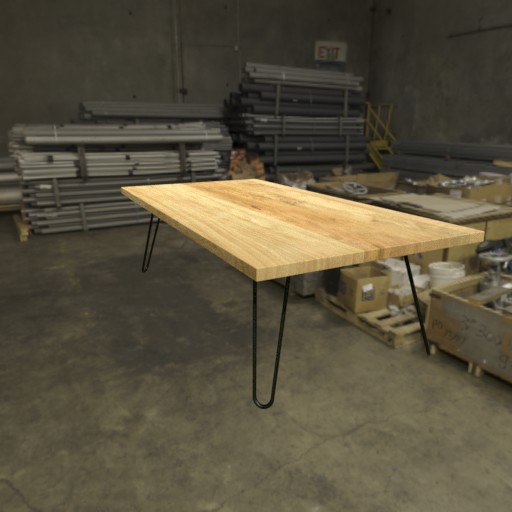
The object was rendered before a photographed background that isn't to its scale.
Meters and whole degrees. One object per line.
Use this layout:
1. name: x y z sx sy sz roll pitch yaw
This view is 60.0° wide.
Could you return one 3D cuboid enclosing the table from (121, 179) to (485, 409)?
1. table: 0.000 0.000 1.677 0.699 0.400 1.348 -8 19 -26
